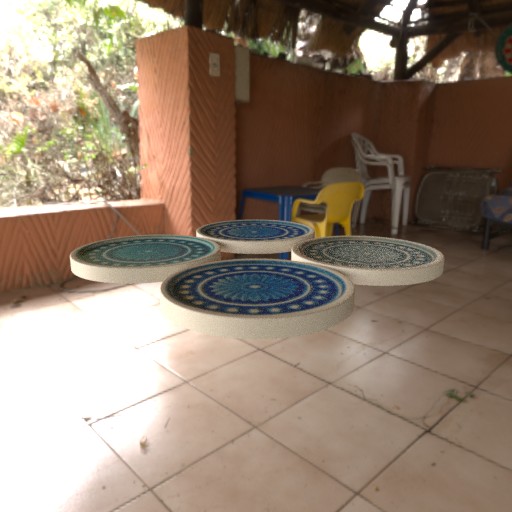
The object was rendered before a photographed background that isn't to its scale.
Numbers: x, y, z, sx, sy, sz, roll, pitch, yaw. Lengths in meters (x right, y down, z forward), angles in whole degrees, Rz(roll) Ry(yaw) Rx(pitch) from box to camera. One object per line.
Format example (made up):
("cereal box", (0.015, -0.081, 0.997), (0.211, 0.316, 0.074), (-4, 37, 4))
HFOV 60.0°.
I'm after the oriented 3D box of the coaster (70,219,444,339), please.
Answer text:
("coaster", (0.000, 0.000, 0.329), (0.220, 0.010, 0.224), (-13, 19, -43))
